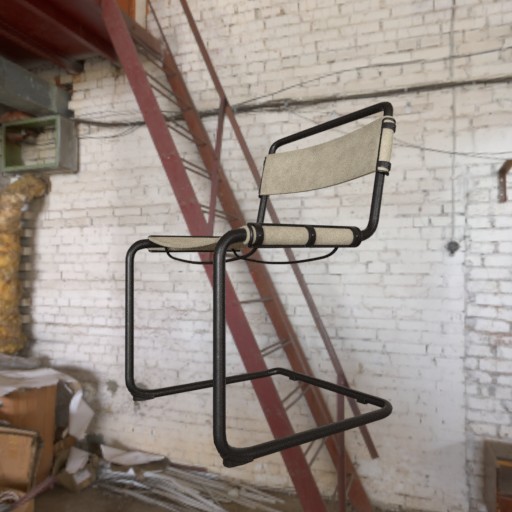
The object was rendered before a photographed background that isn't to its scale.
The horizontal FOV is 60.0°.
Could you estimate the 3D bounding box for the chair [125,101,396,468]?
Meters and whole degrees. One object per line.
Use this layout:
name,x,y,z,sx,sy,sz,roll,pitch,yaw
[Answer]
chair,0.000,0.000,1.091,0.497,0.747,0.499,1,-1,-35
